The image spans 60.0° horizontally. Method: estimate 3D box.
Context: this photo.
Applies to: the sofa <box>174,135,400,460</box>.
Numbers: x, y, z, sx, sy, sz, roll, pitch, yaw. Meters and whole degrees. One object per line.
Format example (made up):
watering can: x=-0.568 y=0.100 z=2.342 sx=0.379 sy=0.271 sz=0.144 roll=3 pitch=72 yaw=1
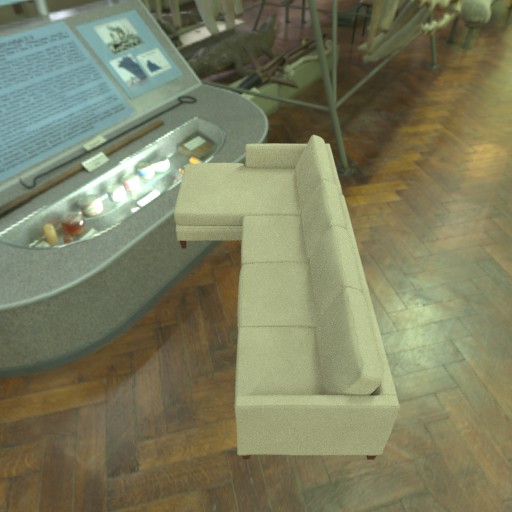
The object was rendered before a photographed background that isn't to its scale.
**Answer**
sofa: x=0.000 y=0.000 z=3.824 sx=1.625 sy=0.846 sz=3.186 roll=0 pitch=41 yaw=0
